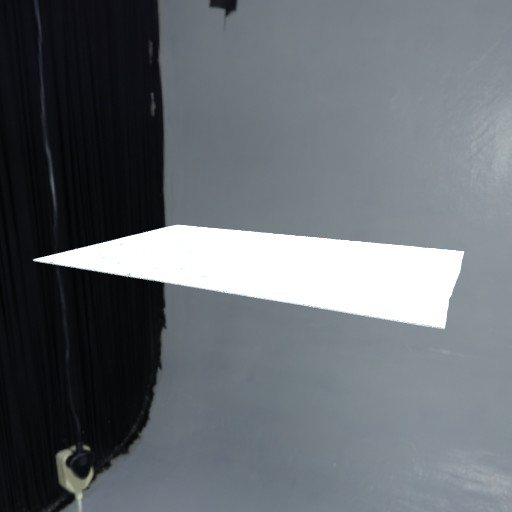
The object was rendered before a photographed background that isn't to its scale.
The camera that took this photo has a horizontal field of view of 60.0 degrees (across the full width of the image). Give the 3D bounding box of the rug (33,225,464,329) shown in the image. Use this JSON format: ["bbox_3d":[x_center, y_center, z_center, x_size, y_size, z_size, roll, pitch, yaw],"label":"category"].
[{"bbox_3d":[0.000,0.000,2.947,2.457,0.009,1.512,7,15,26],"label":"rug"}]
